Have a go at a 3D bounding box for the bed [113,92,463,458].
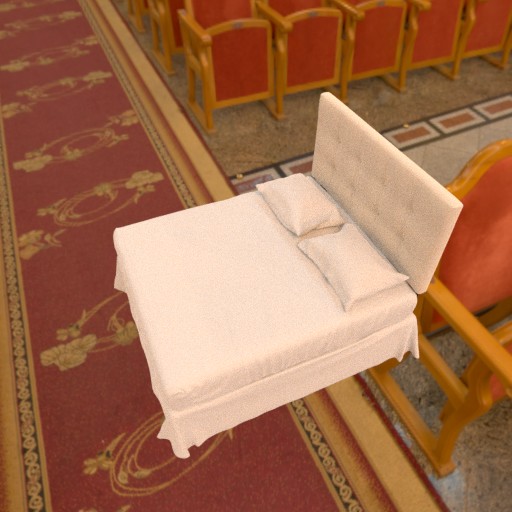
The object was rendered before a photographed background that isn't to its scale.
[{"bbox_3d":[0.000,0.000,3.464,2.222,1.577,1.936,-18,49,-16],"label":"bed"}]
